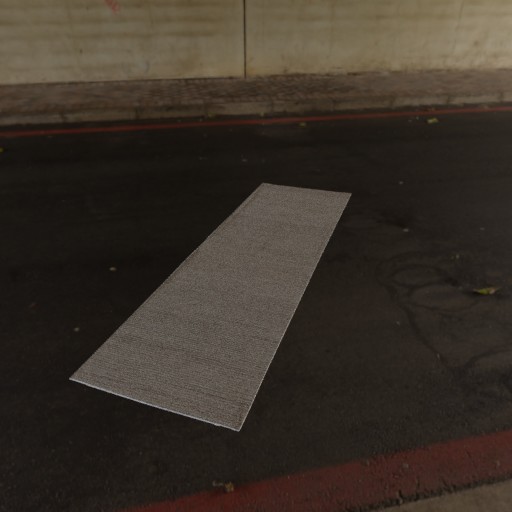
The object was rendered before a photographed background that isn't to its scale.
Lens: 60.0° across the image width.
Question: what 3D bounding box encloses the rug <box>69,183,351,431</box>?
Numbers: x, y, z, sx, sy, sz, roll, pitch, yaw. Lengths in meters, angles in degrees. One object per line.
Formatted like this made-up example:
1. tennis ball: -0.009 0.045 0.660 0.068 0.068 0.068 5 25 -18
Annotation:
1. rug: 0.000 0.000 2.646 0.741 0.014 2.390 10 31 17
